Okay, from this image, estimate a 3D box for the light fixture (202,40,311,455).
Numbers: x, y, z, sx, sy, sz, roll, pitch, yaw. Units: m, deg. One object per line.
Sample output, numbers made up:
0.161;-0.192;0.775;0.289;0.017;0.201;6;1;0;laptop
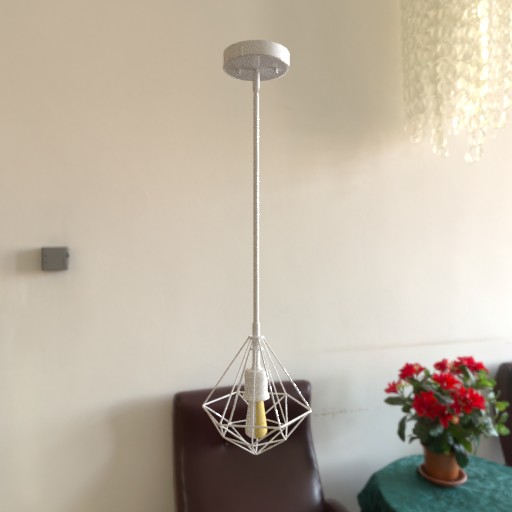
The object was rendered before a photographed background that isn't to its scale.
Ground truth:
0.000;0.000;1.960;0.431;1.764;0.487;0;1;37;light fixture
